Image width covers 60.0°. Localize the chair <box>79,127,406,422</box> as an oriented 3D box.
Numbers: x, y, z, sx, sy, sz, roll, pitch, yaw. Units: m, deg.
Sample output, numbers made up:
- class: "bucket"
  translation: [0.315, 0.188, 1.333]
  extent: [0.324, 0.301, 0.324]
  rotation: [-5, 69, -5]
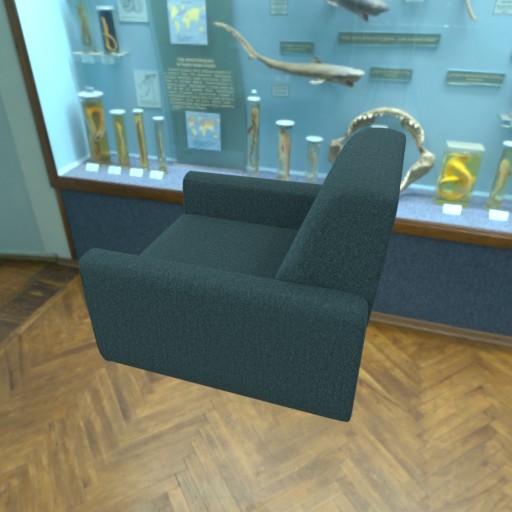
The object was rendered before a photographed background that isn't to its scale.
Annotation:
- class: "chair"
  translation: [0.000, 0.000, 1.725]
  extent: [0.964, 0.940, 0.880]
  rotation: [10, 33, 15]
